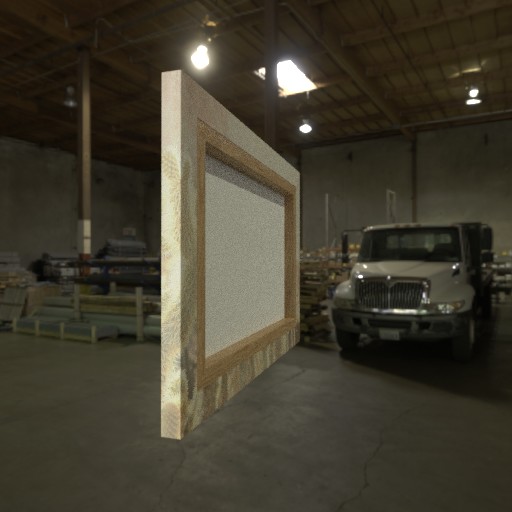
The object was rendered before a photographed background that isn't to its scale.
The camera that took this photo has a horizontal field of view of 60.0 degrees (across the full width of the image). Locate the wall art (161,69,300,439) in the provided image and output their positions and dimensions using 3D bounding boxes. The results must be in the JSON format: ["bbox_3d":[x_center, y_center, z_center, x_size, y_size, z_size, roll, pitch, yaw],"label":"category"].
[{"bbox_3d":[0.000,0.000,1.168,0.040,0.608,0.916,0,0,18],"label":"wall art"}]
